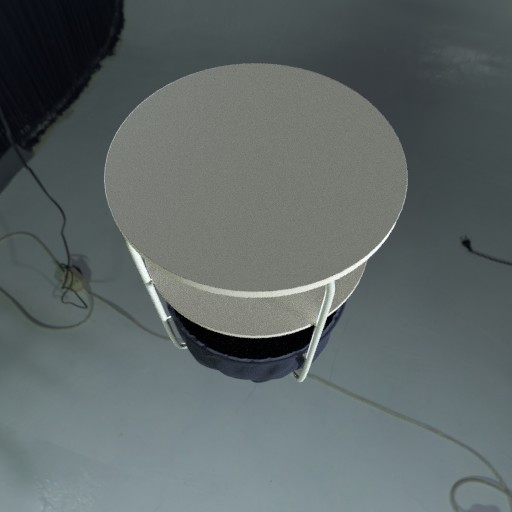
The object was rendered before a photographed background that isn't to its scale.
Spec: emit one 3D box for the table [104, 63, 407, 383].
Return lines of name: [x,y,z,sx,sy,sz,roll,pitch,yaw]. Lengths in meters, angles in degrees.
table: [0.000,0.000,0.848,0.418,0.532,0.418,14,60,8]
